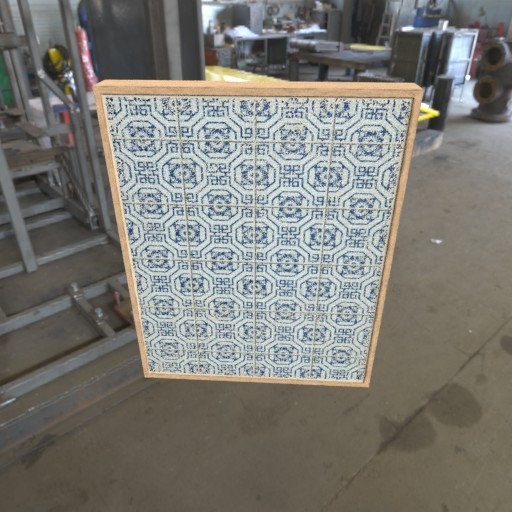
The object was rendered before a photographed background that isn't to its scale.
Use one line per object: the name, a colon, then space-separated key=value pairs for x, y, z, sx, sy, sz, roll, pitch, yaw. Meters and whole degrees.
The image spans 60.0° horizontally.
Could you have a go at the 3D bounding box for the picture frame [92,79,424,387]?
picture frame: x=0.000 y=0.000 z=0.717 sx=0.421 sy=0.526 sz=0.046 roll=2 pitch=31 yaw=3
